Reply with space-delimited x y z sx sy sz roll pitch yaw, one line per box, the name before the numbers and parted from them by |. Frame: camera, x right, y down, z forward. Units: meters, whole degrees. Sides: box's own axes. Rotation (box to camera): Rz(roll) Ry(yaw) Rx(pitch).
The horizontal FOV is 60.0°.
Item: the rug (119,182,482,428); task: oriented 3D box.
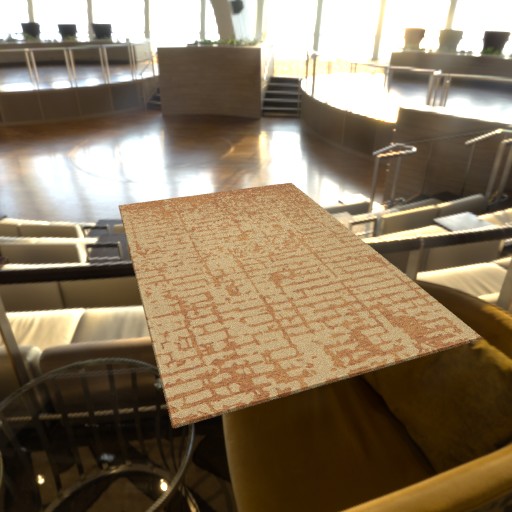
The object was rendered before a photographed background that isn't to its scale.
rug | 0.000 0.000 2.295 1.219 0.011 1.829 -10 31 -17
